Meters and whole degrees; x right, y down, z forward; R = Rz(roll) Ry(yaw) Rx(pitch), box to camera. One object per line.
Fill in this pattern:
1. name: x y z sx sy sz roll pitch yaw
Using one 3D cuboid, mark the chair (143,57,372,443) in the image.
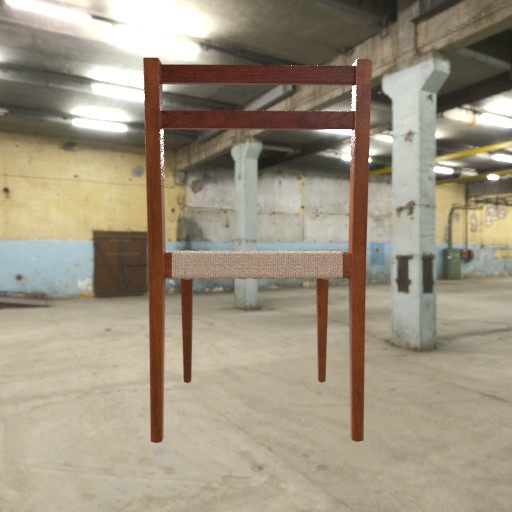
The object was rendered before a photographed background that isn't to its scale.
1. chair: 0.000 0.000 1.229 0.495 0.851 0.569 0 0 -1
